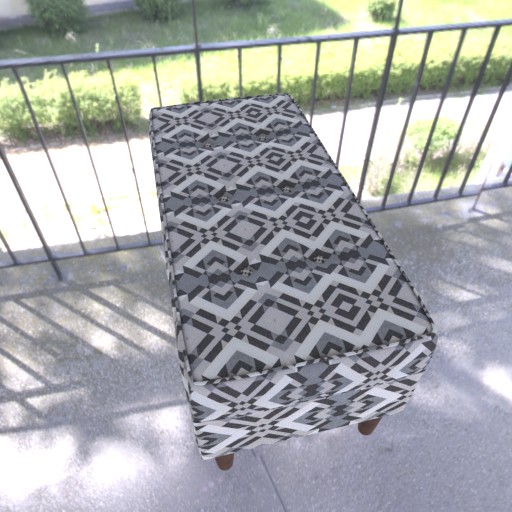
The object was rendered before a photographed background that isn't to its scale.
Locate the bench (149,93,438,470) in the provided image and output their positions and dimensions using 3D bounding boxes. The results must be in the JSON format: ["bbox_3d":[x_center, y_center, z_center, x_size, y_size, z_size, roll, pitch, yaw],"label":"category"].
[{"bbox_3d":[0.000,0.000,1.276,0.492,0.477,1.016,-10,47,-9],"label":"bench"}]
